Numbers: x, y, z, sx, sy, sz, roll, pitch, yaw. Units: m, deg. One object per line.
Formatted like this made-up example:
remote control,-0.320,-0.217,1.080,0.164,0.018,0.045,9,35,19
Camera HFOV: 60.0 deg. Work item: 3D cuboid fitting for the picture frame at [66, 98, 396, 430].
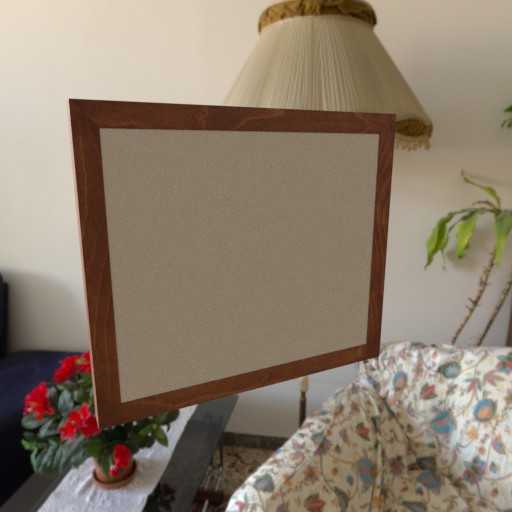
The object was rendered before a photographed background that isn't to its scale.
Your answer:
picture frame,0.000,0.000,0.521,0.381,0.330,0.025,-7,15,-26
